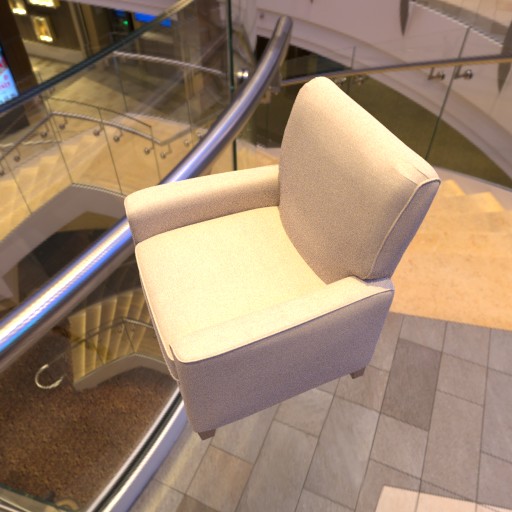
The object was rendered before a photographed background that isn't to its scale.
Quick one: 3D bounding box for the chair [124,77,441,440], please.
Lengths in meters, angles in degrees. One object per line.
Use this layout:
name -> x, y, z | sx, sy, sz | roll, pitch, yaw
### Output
chair -> 0.000, 0.000, 1.666 | 0.858, 1.023, 0.841 | -17, 49, -15
